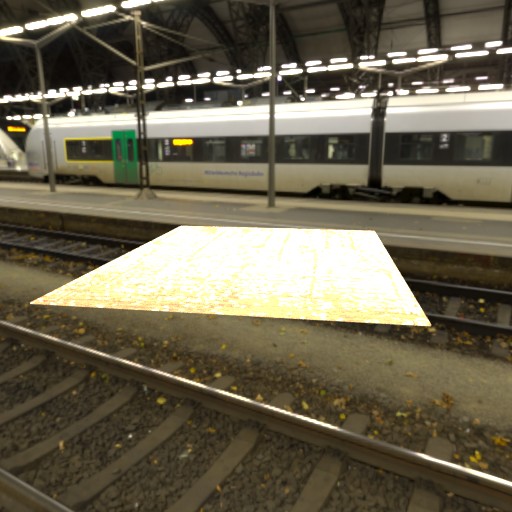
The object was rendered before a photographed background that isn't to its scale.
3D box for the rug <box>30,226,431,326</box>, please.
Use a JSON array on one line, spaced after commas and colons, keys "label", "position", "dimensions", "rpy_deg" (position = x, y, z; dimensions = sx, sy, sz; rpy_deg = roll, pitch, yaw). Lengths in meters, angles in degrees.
[{"label": "rug", "position": [0.000, 0.000, 4.099], "dimensions": [2.441, 0.011, 3.050], "rpy_deg": [2, 13, 9]}]
